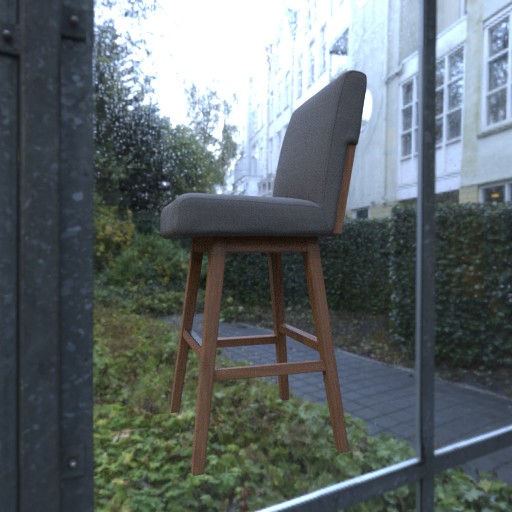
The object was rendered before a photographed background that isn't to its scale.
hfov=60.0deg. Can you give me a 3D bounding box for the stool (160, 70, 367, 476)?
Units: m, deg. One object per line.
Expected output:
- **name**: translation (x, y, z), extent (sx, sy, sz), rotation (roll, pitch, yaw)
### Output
- **stool**: translation (0.000, 0.000, 1.422), extent (0.570, 1.112, 0.483), rotation (0, 1, -18)
